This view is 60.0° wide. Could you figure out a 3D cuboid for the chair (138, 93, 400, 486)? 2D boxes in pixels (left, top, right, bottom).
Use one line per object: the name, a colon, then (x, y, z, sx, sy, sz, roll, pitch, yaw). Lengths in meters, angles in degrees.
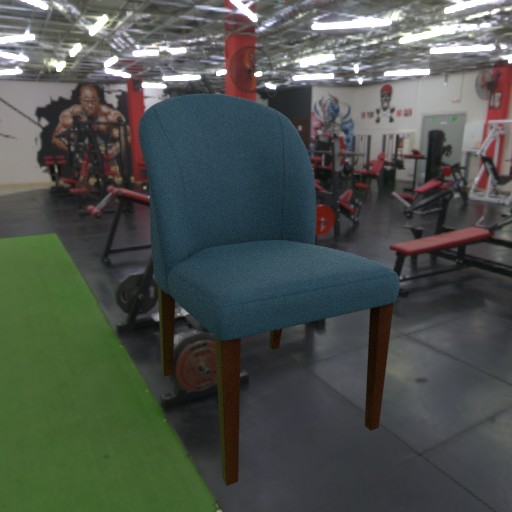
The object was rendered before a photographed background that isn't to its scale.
chair: (0.000, 0.000, 1.218, 0.507, 0.879, 0.620, -8, 18, -26)
